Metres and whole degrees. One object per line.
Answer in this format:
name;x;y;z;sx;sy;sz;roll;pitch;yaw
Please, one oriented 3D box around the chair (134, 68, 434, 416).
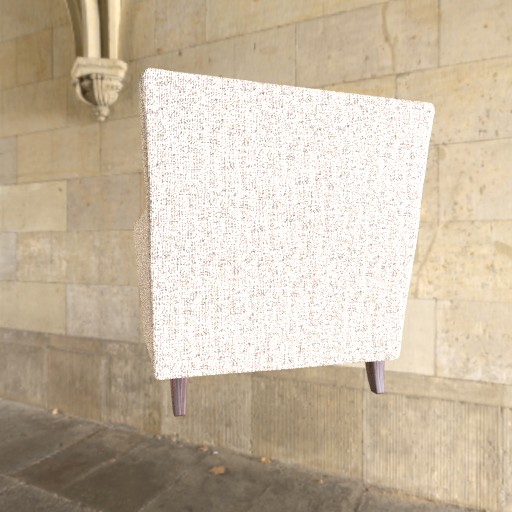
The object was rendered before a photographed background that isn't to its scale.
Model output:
chair;0.000;0.000;1.615;0.864;0.928;0.873;0;0;-18
